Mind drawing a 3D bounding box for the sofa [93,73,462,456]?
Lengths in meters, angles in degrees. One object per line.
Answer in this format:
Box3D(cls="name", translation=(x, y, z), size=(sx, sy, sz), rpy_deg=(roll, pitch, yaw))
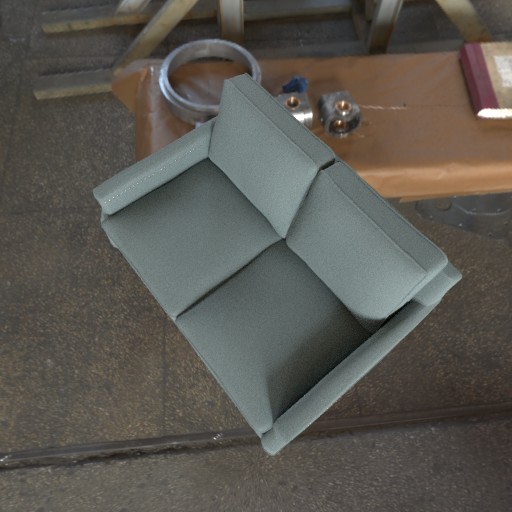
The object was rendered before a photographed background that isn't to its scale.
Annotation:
Box3D(cls="sofa", translation=(0.000, 0.000, 2.306), size=(1.084, 1.003, 1.597), rpy_deg=(-36, 70, -15))
